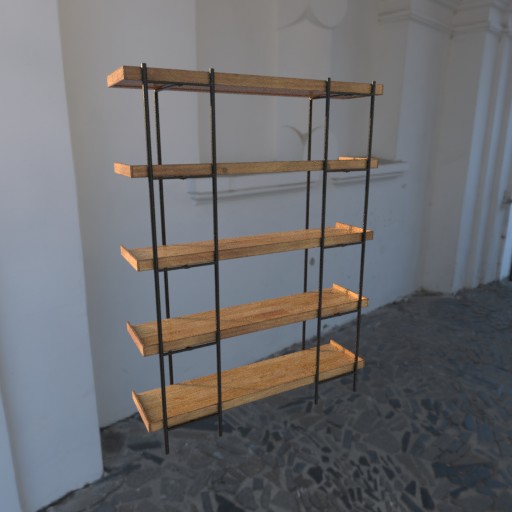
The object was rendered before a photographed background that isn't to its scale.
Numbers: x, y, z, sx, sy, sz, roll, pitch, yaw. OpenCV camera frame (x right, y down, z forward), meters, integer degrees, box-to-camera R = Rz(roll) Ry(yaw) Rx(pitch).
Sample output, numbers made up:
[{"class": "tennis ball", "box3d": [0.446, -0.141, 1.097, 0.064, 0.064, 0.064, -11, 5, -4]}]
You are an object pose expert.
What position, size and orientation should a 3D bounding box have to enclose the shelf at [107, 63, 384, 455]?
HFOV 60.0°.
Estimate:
[{"class": "shelf", "box3d": [0.000, 0.000, 2.433, 1.371, 1.826, 0.379, -8, 17, -27]}]
